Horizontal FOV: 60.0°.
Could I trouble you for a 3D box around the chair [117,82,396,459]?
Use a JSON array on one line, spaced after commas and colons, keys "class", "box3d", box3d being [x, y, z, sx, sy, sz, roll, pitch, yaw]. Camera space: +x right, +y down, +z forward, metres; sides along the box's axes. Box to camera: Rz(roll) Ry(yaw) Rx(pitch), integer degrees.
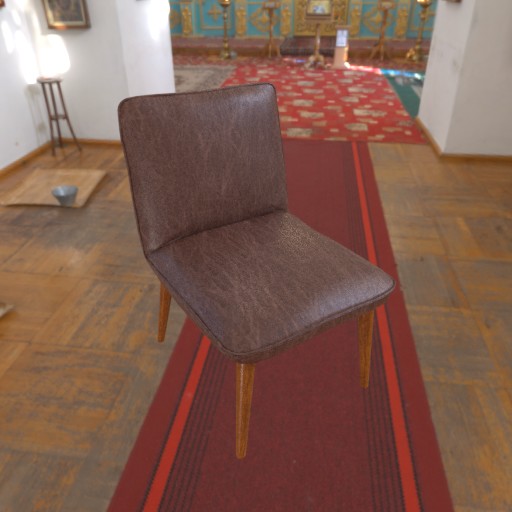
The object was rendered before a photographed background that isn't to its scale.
[{"class": "chair", "box3d": [0.000, 0.000, 1.232, 0.543, 0.803, 0.645, -21, 37, -31]}]
